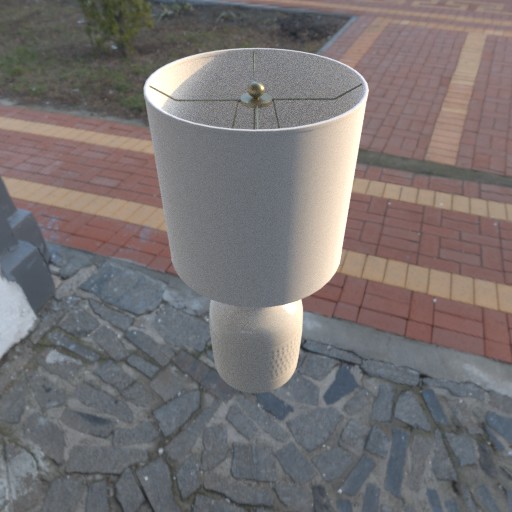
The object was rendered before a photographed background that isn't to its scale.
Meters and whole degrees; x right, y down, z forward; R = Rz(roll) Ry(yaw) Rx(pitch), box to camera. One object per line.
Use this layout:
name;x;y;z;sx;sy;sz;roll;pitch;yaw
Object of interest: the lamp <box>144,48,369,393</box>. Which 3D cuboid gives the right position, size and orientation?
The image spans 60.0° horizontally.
lamp;0.000;0.000;0.505;0.188;0.392;0.188;27;48;27
